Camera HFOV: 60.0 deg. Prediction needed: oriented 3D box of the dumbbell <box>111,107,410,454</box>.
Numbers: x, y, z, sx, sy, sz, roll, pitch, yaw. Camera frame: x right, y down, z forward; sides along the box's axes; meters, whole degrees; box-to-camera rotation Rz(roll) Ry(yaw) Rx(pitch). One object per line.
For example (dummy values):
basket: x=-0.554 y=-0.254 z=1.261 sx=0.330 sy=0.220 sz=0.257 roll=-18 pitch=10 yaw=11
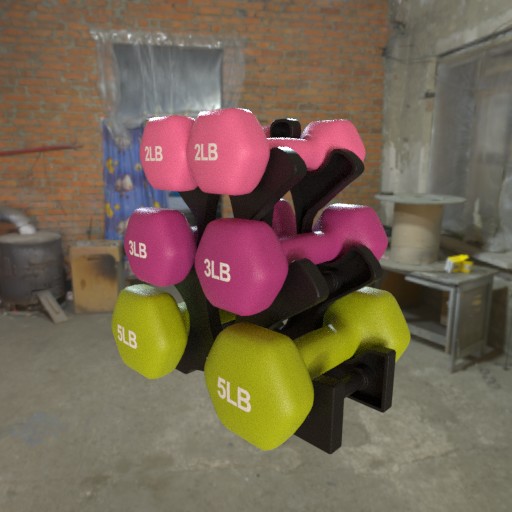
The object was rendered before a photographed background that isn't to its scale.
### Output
dumbbell: x=0.000 y=0.000 z=0.433 sx=0.257 sy=0.261 sz=0.203 roll=12 pitch=17 yaw=43
